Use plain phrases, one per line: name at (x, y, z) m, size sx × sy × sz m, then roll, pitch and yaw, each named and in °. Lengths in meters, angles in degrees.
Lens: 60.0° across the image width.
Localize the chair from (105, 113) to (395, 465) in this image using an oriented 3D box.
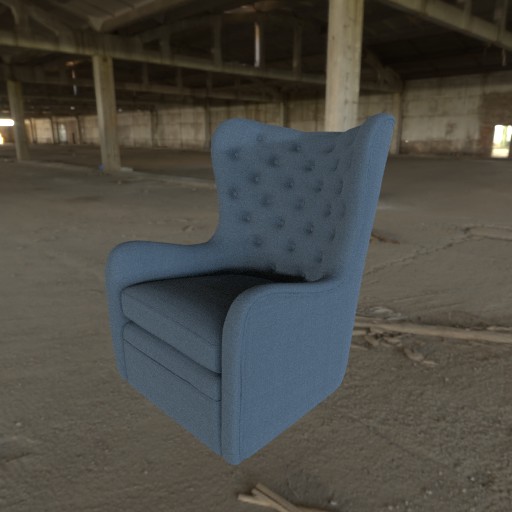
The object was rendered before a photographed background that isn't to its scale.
chair at (0.000, 0.000, 1.769) m, size 0.930 × 1.079 × 0.831 m, roll -15°, pitch 21°, yaw -42°
